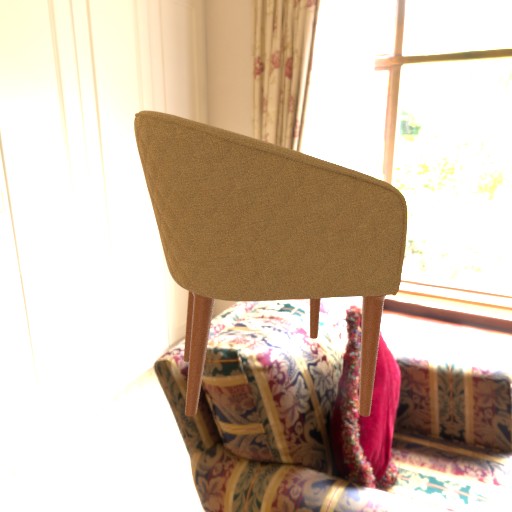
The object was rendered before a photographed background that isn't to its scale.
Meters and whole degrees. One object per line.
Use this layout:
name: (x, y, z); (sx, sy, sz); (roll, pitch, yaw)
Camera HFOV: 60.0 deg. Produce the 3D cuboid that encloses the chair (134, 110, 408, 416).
chair: (0.000, 0.000, 1.254); (0.616, 0.775, 0.584); (-3, 16, -9)
